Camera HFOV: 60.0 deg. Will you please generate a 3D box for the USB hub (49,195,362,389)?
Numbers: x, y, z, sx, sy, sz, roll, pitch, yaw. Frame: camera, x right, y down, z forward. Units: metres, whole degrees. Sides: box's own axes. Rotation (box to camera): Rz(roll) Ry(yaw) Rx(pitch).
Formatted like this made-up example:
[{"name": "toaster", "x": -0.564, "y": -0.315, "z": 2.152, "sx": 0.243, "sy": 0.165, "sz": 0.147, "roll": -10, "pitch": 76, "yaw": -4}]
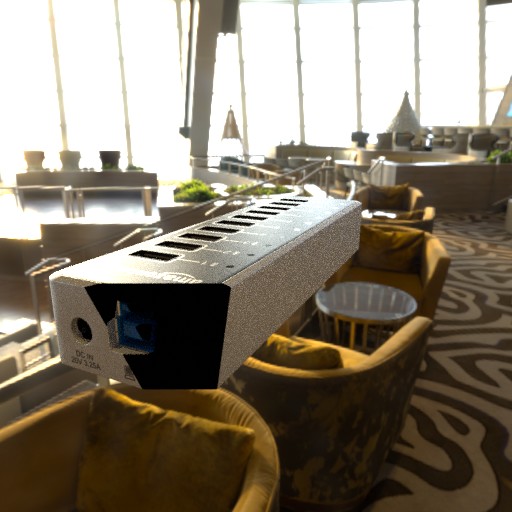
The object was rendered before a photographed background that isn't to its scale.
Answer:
[{"name": "USB hub", "x": 0.000, "y": 0.000, "z": 0.162, "sx": 0.044, "sy": 0.023, "sz": 0.145, "roll": 8, "pitch": 18, "yaw": 25}]
